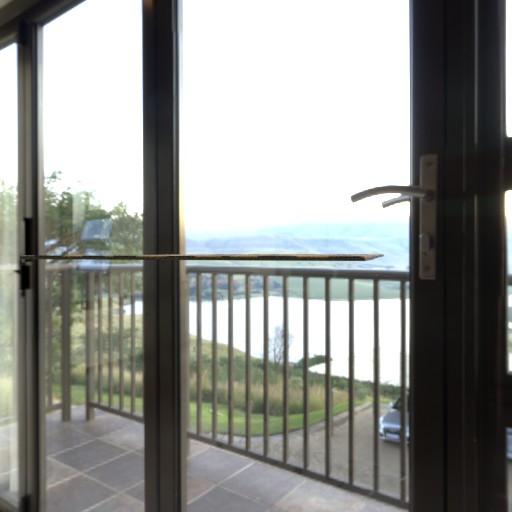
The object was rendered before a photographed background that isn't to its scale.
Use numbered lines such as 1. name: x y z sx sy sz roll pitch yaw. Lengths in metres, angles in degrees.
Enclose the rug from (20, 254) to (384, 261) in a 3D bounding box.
1. rug: 0.000 0.000 2.288 1.235 0.014 1.829 0 0 18
